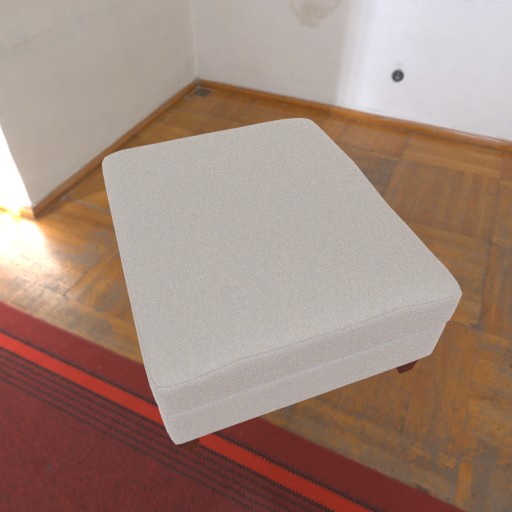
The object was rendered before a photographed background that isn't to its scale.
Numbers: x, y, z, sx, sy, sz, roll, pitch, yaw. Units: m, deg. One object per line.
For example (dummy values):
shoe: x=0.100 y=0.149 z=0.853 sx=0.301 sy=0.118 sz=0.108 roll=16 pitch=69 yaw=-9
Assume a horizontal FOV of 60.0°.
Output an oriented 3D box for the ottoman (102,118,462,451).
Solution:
ottoman: x=0.000 y=0.000 z=1.494 sx=0.836 sy=0.492 sz=0.976 roll=-15 pitch=48 yaw=-14
